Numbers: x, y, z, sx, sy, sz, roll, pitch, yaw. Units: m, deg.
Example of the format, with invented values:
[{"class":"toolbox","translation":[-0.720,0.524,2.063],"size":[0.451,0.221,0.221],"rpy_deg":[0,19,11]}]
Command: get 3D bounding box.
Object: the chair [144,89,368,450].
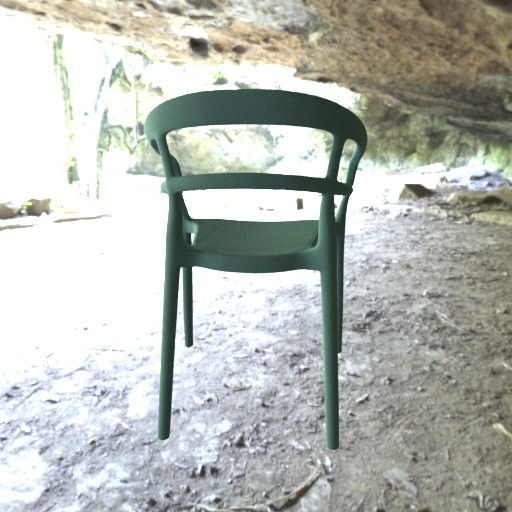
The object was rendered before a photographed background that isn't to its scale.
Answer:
[{"class":"chair","translation":[0.000,0.000,1.150],"size":[0.559,0.761,0.527],"rpy_deg":[1,15,5]}]
